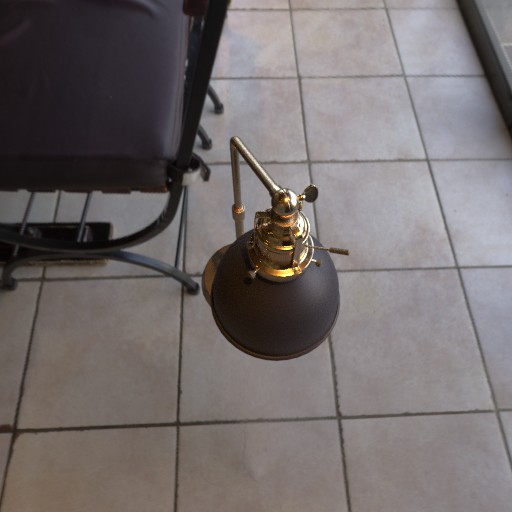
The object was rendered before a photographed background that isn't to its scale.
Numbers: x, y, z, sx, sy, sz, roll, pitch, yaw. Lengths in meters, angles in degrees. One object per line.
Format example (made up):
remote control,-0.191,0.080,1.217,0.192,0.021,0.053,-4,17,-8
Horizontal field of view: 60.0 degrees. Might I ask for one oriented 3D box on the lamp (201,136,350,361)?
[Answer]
lamp,0.000,0.000,0.584,0.160,0.456,0.291,-19,65,-9
